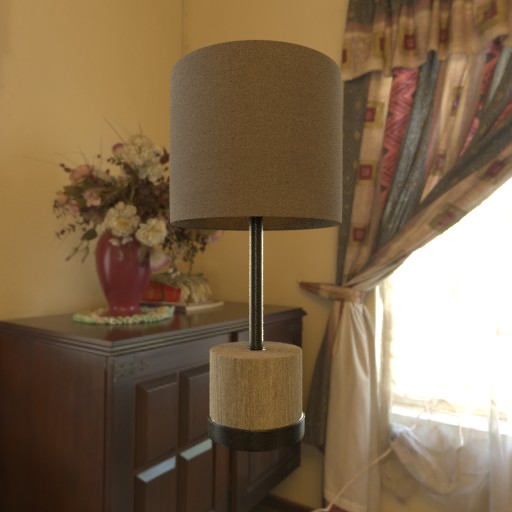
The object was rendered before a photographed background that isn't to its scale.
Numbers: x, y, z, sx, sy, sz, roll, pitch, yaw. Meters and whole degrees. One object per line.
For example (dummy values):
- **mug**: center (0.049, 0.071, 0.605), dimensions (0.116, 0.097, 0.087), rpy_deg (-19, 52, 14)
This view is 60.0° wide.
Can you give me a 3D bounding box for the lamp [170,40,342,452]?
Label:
- **lamp**: center (0.000, 0.000, 0.595), dimensions (0.229, 0.470, 0.229), rpy_deg (0, -1, 18)
